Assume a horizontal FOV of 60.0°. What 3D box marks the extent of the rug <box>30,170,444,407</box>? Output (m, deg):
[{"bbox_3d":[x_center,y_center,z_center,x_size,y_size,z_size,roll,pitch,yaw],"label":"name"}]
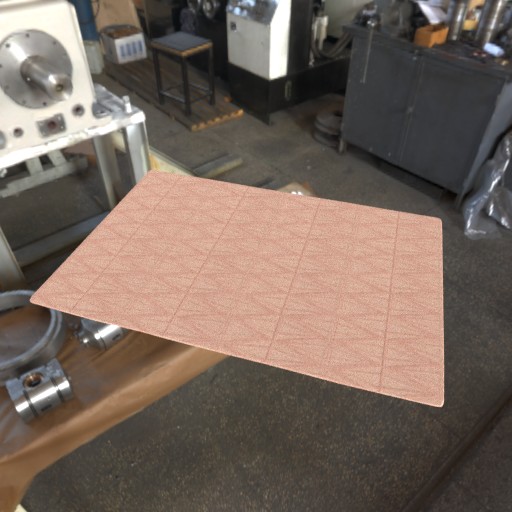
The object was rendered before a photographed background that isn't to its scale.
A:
[{"bbox_3d":[0.000,0.000,2.970,2.390,0.015,1.609,11,43,13],"label":"rug"}]
